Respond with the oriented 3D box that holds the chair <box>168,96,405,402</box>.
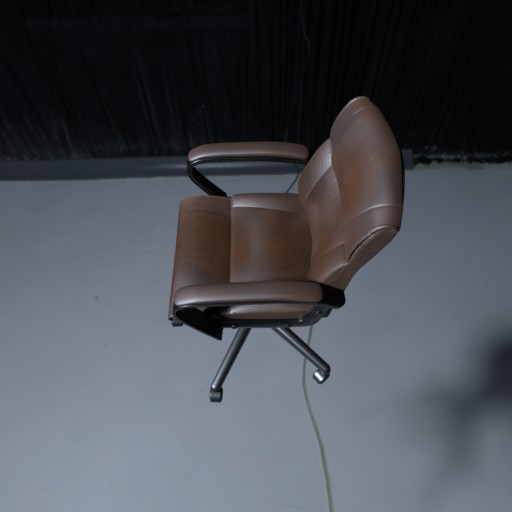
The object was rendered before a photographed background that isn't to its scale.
[{"bbox_3d":[0.000,0.000,1.494,0.717,1.004,0.739,0,58,0],"label":"chair"}]
